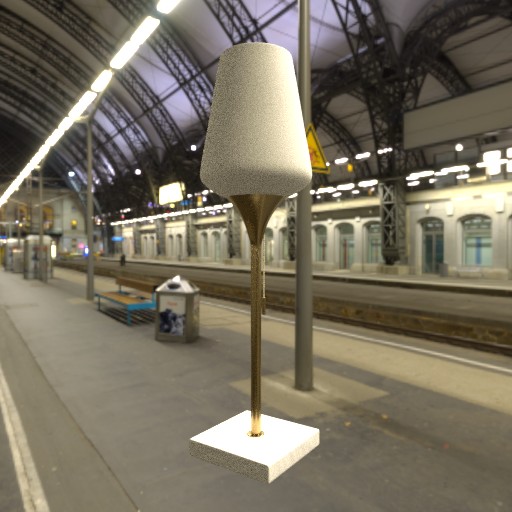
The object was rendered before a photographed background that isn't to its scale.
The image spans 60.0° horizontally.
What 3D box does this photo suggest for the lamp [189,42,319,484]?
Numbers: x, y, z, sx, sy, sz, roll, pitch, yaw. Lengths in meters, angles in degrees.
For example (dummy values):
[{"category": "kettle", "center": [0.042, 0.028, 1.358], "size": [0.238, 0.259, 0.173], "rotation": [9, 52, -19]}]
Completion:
[{"category": "lamp", "center": [0.000, 0.000, 0.723], "size": [0.181, 0.639, 0.181], "rotation": [1, 1, 35]}]
